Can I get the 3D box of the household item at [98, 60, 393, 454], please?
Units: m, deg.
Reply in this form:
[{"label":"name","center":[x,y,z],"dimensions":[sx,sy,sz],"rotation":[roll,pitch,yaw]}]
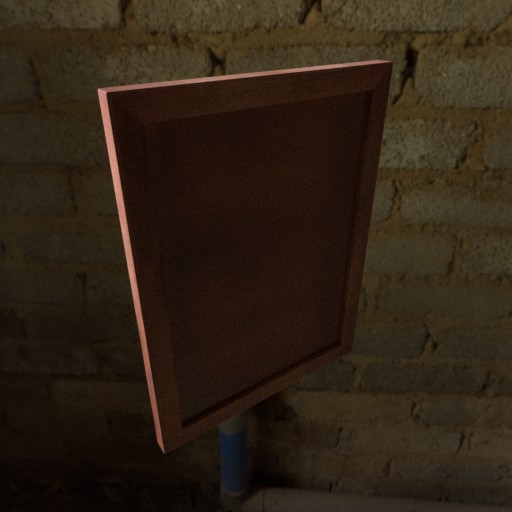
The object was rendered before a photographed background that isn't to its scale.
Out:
[{"label":"household item","center":[0.000,0.000,0.520],"dimensions":[0.310,0.407,0.067],"rotation":[-19,35,-30]}]
